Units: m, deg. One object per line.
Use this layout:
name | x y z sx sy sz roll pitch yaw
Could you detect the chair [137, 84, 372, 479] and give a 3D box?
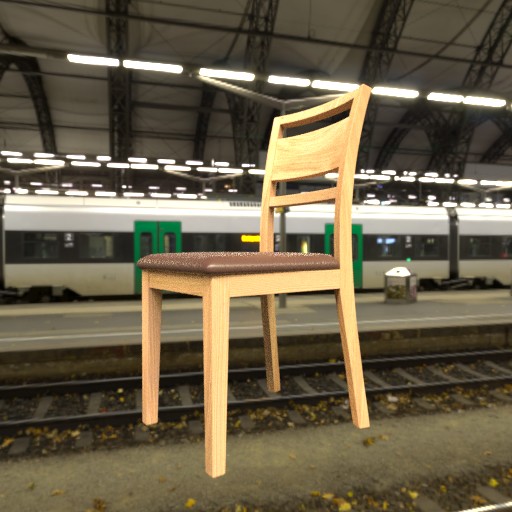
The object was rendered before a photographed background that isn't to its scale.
chair | 0.000 0.000 1.240 0.545 0.940 0.420 -1 1 -36
